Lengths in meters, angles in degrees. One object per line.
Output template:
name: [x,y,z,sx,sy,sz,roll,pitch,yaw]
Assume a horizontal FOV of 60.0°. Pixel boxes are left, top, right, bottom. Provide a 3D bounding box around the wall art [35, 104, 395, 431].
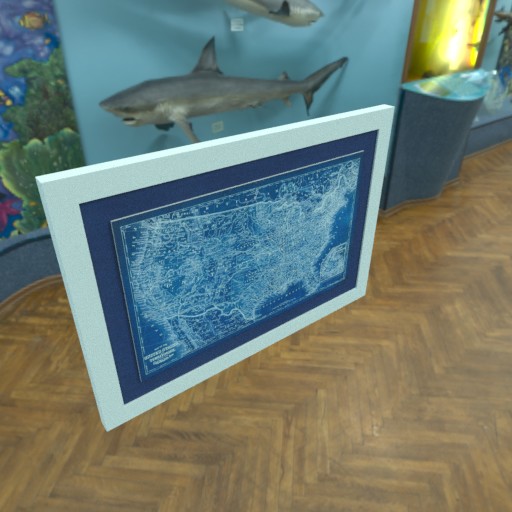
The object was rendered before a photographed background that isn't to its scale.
wall art: [0.000,0.000,1.632,1.308,0.902,0.051,-21,37,-31]
